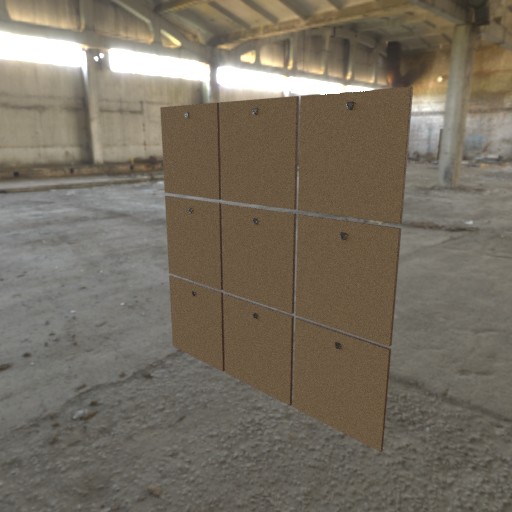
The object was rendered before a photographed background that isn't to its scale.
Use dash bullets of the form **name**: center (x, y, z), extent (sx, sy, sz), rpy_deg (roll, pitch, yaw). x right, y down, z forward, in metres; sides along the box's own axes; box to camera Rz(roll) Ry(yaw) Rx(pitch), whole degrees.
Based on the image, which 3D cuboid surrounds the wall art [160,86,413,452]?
- **wall art**: center (0.000, 0.000, 1.822), extent (1.221, 1.218, 0.019), rpy_deg (13, 20, 41)
